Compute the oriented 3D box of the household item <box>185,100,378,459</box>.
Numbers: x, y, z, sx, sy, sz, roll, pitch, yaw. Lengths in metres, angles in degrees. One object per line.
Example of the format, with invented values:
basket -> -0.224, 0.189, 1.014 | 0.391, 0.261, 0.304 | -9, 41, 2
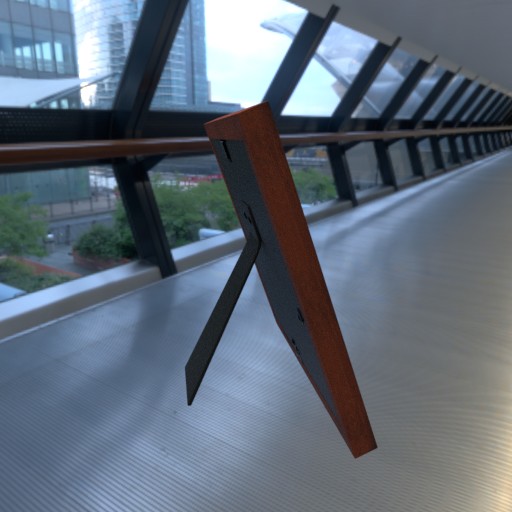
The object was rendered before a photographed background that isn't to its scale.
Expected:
household item -> 0.000, 0.000, 0.388 | 0.131, 0.240, 0.240 | -3, 15, -10
